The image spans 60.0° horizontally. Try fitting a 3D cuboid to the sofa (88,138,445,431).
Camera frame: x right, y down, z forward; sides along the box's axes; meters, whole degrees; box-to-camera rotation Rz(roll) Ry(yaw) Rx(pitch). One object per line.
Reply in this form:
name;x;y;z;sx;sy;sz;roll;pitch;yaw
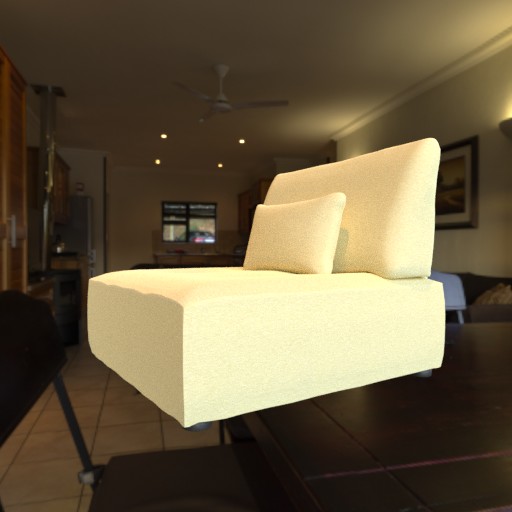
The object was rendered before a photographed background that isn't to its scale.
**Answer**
sofa;0.000;0.000;1.652;1.000;0.820;0.930;0;1;-33
